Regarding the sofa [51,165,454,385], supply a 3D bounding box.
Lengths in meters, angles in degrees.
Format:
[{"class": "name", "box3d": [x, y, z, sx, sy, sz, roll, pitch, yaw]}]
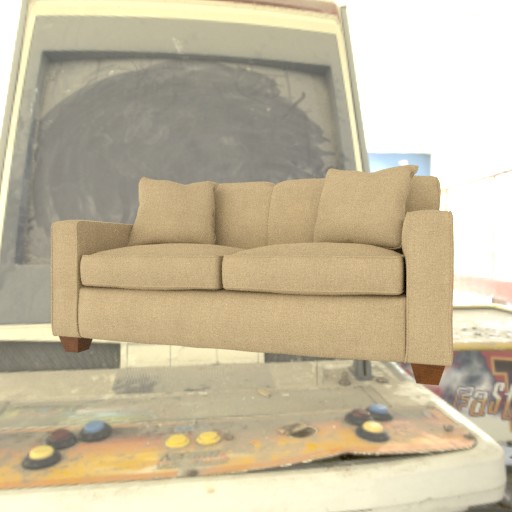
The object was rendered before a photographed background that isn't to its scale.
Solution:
[{"class": "sofa", "box3d": [0.000, 0.000, 2.328, 1.846, 0.958, 0.998, 0, 1, 19]}]
